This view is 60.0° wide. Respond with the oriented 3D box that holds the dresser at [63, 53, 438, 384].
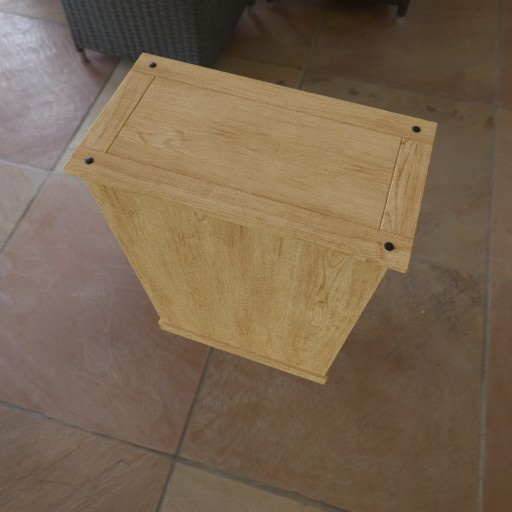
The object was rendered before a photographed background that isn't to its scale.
[{"bbox_3d":[0.000,0.000,1.776,0.915,1.300,0.485,17,63,9],"label":"dresser"}]
